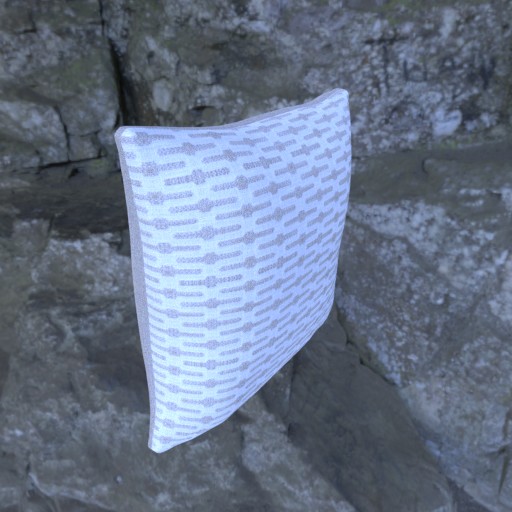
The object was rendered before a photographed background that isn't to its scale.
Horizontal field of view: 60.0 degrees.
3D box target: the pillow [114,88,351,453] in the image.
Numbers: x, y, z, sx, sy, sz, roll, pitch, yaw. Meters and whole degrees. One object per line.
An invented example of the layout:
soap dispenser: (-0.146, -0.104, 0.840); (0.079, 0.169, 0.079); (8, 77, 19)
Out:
pillow: (0.000, 0.000, 0.742); (0.219, 0.491, 0.496); (18, 32, 32)
